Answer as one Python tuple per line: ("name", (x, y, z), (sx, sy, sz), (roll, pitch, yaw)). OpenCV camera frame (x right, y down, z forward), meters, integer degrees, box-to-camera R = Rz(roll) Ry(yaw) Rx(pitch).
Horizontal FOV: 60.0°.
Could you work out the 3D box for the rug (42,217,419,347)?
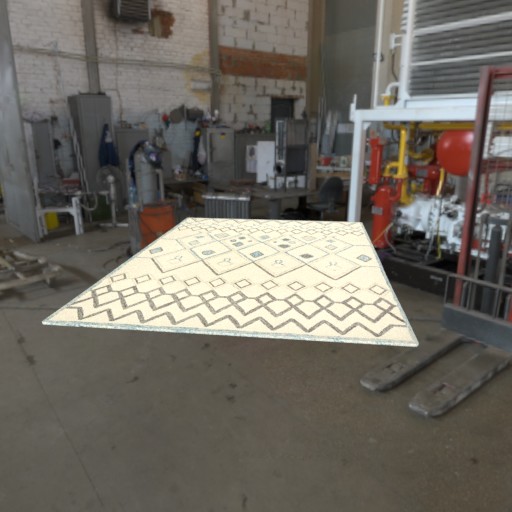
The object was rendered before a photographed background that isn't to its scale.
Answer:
("rug", (0.000, 0.000, 2.316), (1.260, 0.009, 1.820), (2, 17, 7))
